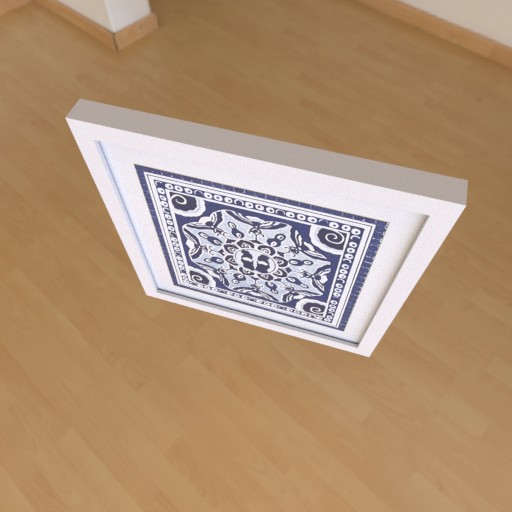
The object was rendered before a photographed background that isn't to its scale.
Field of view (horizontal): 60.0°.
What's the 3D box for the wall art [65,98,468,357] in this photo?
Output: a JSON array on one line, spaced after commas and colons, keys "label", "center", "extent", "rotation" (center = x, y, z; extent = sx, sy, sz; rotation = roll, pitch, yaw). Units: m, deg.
[{"label": "wall art", "center": [0.000, 0.000, 0.534], "extent": [0.355, 0.355, 0.027], "rotation": [14, 59, 9]}]
